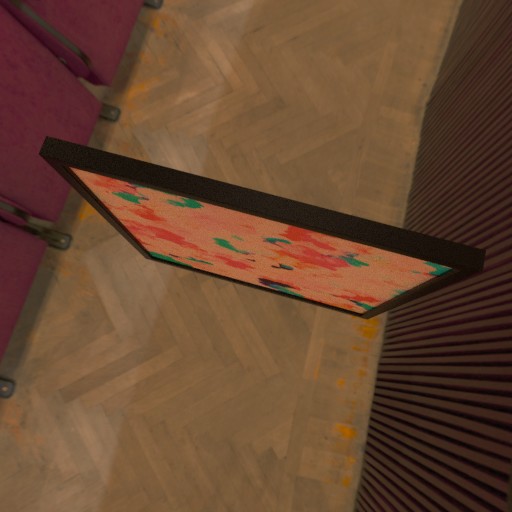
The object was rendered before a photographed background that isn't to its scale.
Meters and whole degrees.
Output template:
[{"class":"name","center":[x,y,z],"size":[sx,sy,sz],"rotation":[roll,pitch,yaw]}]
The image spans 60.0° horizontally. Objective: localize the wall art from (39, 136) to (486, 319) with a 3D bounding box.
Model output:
[{"class":"wall art","center":[0.000,0.000,1.098],"size":[0.756,0.755,0.036],"rotation":[15,77,4]}]
